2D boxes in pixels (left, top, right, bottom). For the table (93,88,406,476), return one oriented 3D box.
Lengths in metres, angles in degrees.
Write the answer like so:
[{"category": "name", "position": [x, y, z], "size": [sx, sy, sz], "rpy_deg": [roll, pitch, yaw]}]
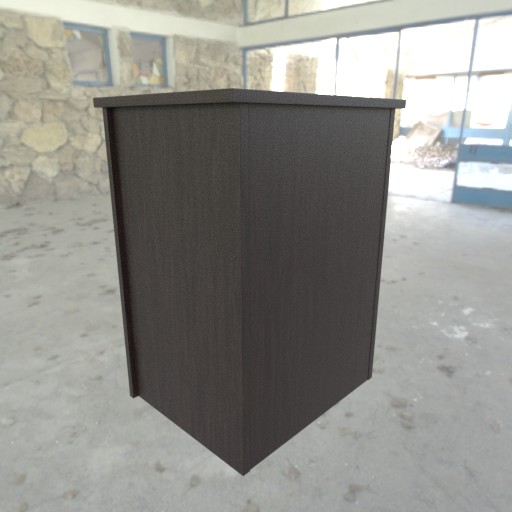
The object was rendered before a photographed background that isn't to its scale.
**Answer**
[{"category": "table", "position": [0.000, 0.000, 0.949], "size": [0.381, 0.635, 0.480], "rpy_deg": [16, 23, 42]}]
